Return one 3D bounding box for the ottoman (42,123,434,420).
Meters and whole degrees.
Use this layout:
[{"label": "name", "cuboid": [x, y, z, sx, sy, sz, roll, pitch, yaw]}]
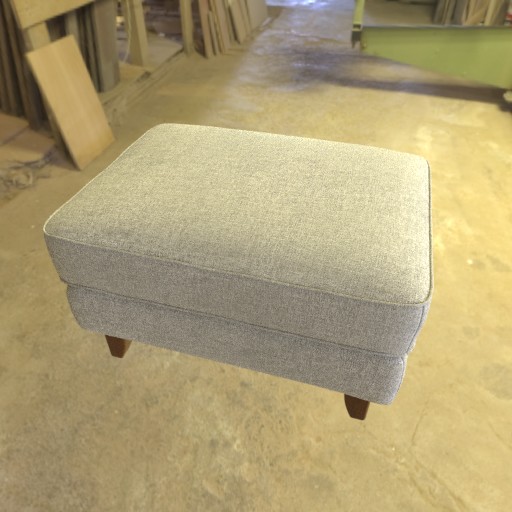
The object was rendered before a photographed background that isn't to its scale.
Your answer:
[{"label": "ottoman", "cuboid": [0.000, 0.000, 1.290, 0.889, 0.561, 0.661, 11, 41, 12]}]
